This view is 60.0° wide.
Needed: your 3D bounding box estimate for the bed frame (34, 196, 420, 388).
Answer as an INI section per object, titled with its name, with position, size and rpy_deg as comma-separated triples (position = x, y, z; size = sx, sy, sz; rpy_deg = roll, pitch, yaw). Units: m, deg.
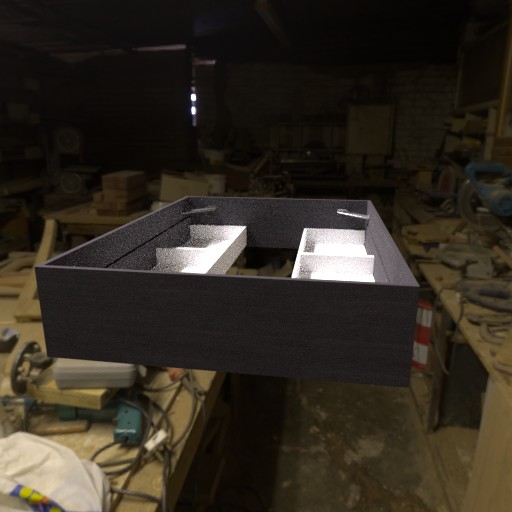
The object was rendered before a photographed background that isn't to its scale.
[bed frame]
position = 0.000, 0.000, 2.604
size = 1.448, 0.459, 1.944
rpy_deg = 3, 16, 9
